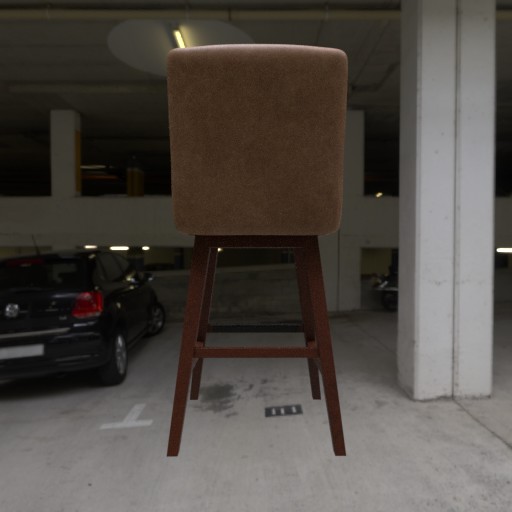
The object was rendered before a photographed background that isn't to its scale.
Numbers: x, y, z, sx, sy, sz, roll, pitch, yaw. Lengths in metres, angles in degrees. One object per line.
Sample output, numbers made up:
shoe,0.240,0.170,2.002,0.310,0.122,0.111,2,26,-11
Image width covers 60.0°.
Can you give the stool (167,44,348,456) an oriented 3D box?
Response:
stool,0.000,0.000,1.394,0.487,1.079,0.572,0,1,0
